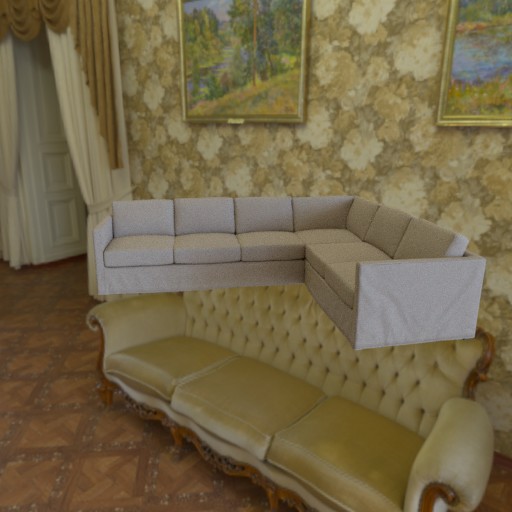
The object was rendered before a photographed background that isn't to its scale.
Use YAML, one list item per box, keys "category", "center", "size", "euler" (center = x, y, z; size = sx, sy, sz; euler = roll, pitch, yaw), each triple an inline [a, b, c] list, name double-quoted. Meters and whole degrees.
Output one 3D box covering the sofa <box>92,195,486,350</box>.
- category: "sofa"
  center: [0.000, 0.000, 4.339]
  size: [3.182, 0.871, 2.432]
  euler: [-2, 16, -8]
